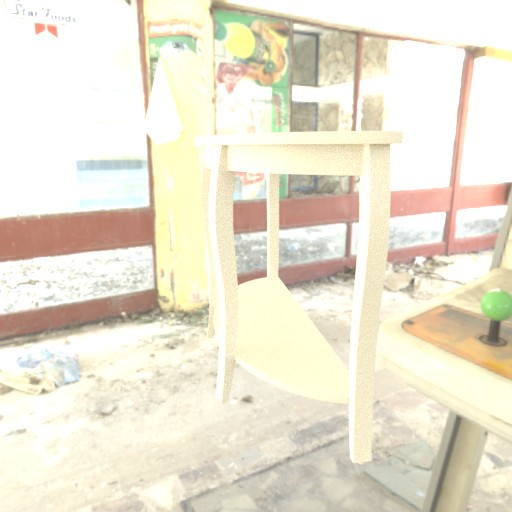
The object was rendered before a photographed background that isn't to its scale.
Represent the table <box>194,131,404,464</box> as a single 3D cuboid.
[{"bbox_3d":[0.000,0.000,1.517,0.394,0.780,1.219,-2,14,-9],"label":"table"}]
